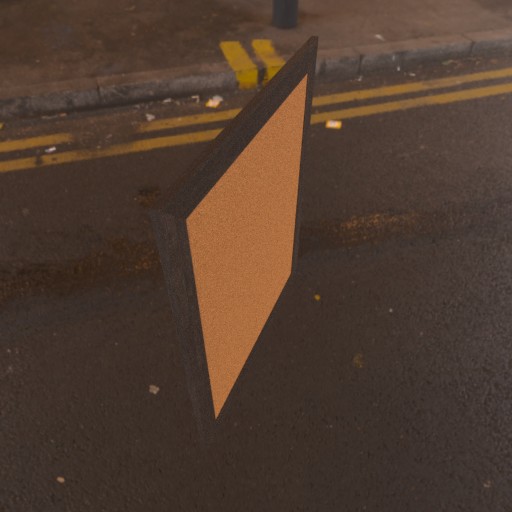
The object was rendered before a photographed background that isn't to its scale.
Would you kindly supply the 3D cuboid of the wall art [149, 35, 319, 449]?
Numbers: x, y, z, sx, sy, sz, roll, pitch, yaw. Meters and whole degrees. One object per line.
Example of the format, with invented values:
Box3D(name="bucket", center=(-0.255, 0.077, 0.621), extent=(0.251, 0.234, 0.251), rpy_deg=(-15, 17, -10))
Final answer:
Box3D(name="wall art", center=(0.000, 0.000, 0.767), extent=(0.013, 0.570, 0.476), rpy_deg=(17, 48, 16))
